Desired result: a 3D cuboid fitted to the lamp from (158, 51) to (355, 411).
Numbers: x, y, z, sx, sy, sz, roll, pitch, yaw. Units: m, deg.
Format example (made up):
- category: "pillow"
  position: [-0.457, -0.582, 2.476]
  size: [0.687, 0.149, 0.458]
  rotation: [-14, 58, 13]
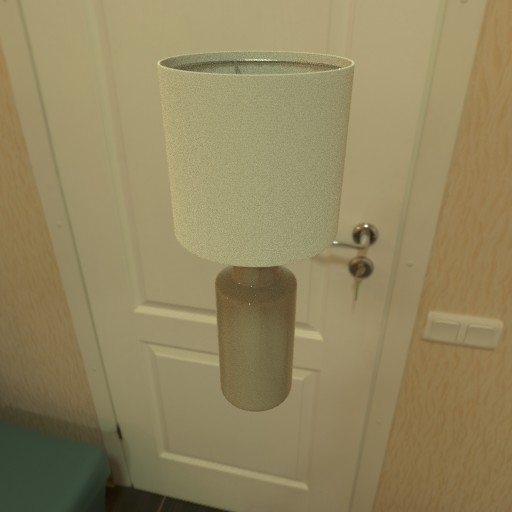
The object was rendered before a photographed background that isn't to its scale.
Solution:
- category: "lamp"
  position: [0.000, 0.000, 0.607]
  size: [0.212, 0.493, 0.212]
  rotation: [-8, 31, -13]
